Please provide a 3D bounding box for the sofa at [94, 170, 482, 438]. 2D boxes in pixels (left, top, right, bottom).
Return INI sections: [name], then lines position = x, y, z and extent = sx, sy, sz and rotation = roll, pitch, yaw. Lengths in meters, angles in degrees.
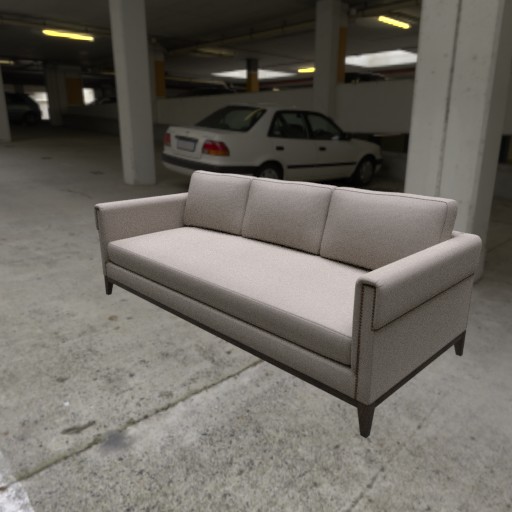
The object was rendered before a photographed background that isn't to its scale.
[sofa]
position = 0.000, 0.000, 2.658
extent = 0.959, 0.838, 2.210
rotation = -15, 22, -42
